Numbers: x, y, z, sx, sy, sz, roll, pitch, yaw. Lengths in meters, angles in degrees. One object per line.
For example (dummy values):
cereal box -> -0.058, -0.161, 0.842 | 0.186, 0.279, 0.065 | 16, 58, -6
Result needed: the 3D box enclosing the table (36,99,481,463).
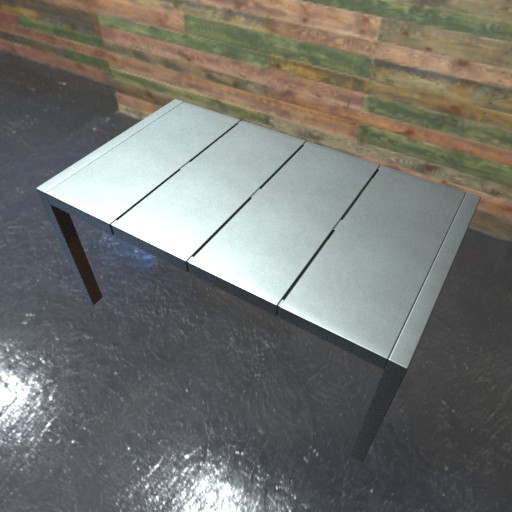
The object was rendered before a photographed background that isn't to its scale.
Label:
table -> 0.000, 0.000, 1.271 | 0.965, 0.460, 0.559 | 24, 51, 21
